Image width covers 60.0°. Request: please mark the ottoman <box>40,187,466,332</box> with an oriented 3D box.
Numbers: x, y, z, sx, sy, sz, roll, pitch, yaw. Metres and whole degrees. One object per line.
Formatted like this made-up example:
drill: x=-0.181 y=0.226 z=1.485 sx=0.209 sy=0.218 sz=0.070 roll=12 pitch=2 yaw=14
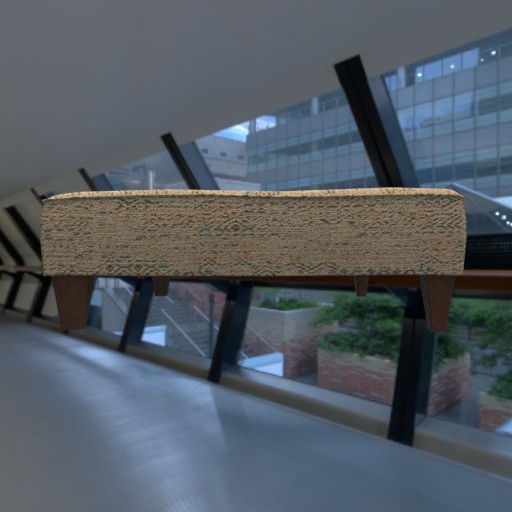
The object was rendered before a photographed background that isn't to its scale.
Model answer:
ottoman: x=0.000 y=0.000 z=1.512 sx=1.004 sy=0.356 sz=0.968 roll=0 pitch=0 yaw=2
